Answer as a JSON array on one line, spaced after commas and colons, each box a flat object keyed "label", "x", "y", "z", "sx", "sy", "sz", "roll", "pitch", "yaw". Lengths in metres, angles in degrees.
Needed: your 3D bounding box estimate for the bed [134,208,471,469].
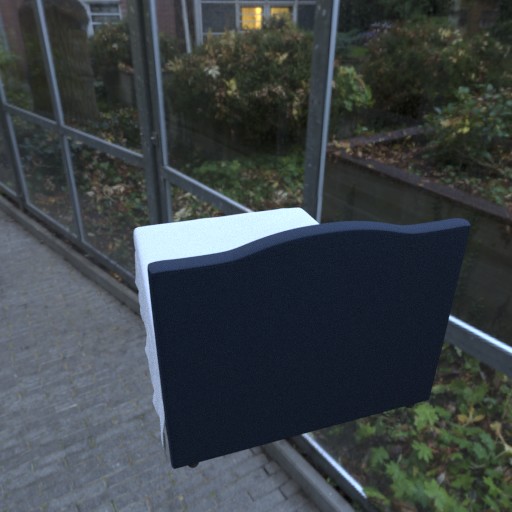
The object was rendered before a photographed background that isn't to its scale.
[{"label": "bed", "x": 0.000, "y": 0.000, "z": 3.385, "sx": 1.821, "sy": 1.436, "sz": 2.282, "roll": -9, "pitch": 29, "yaw": -16}]
